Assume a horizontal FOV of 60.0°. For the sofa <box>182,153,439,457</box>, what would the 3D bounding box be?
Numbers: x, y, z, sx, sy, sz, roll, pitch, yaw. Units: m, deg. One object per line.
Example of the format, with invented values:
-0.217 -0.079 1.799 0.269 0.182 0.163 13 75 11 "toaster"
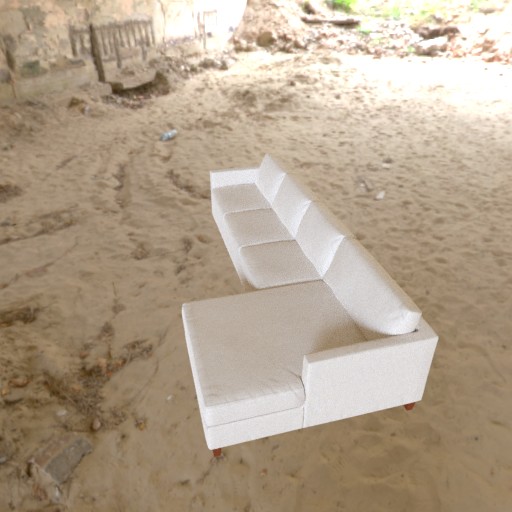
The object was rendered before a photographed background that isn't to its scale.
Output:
0.000 0.000 4.293 1.606 0.954 3.471 -8 32 -13 "sofa"
